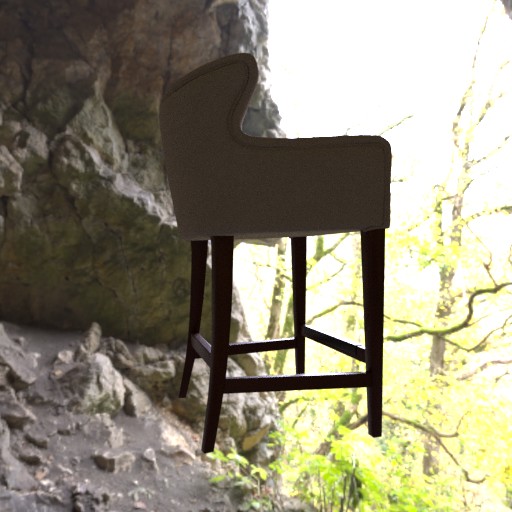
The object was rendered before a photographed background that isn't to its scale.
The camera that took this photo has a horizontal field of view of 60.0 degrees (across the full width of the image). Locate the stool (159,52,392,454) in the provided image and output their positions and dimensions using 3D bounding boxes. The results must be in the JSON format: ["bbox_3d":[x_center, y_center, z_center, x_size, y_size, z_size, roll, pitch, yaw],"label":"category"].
[{"bbox_3d":[0.000,0.000,1.340,0.570,0.951,0.601,0,0,-17],"label":"stool"}]
